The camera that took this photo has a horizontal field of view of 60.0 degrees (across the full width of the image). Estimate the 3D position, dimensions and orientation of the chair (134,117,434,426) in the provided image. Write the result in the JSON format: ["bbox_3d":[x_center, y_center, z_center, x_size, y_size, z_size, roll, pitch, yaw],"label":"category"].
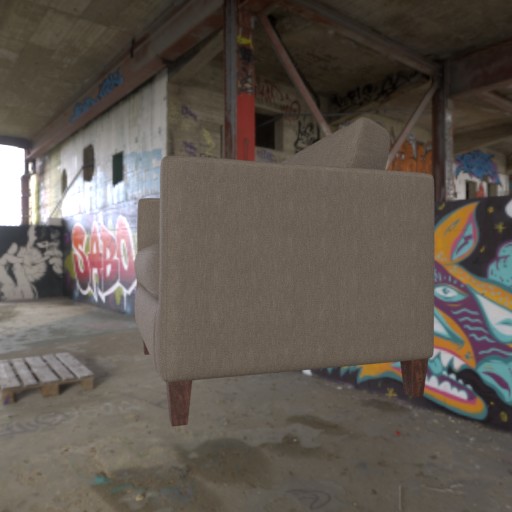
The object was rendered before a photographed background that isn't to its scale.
[{"bbox_3d":[0.000,0.000,1.865,0.959,0.963,1.107,0,0,-19],"label":"chair"}]
